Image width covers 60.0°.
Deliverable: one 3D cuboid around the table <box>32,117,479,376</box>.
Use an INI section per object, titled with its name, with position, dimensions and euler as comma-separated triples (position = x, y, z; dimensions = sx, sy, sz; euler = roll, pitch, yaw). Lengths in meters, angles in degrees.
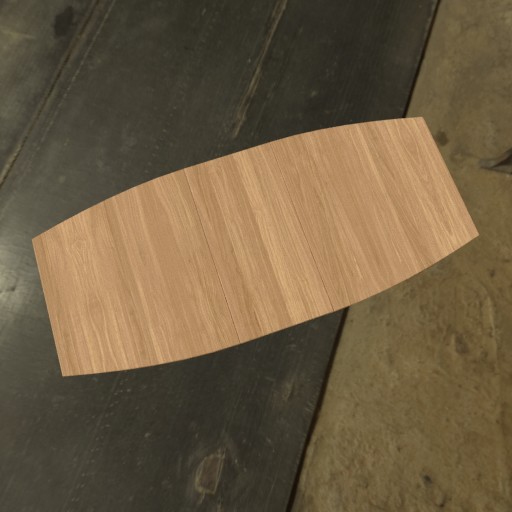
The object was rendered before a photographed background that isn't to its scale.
[table]
position = 0.000, 0.000, 2.480
dimensions = 2.032, 0.750, 0.900
euler = -18, 77, -4
